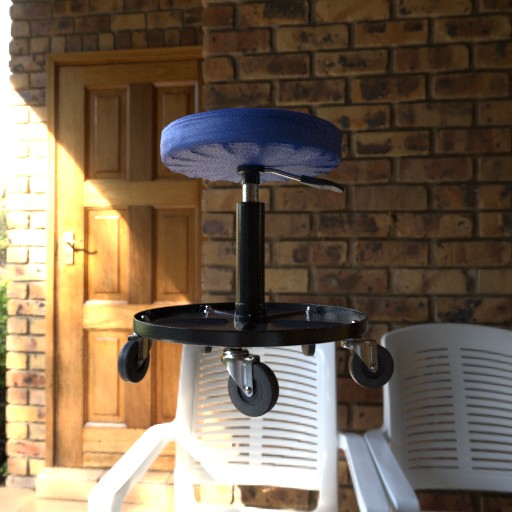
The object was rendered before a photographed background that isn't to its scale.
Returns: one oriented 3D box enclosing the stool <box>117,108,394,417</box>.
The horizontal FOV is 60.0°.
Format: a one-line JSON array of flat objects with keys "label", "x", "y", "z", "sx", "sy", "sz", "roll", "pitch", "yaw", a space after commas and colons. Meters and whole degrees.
[{"label": "stool", "x": 0.000, "y": 0.000, "z": 0.673, "sx": 0.382, "sy": 0.365, "sz": 0.381, "roll": 0, "pitch": -1, "yaw": 1}]
